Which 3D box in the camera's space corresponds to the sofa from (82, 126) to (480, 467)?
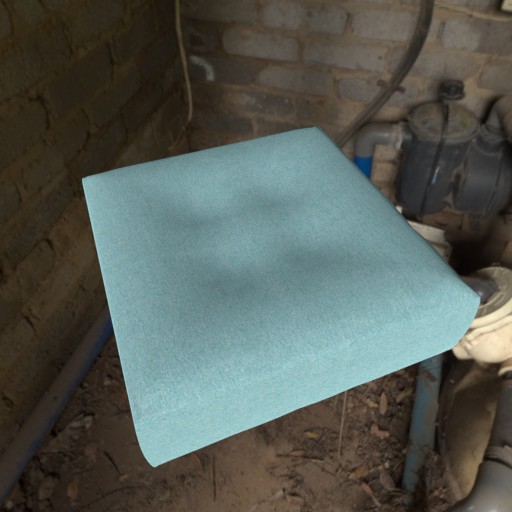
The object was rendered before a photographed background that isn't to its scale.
[{"bbox_3d":[0.000,0.000,1.417,0.930,0.330,0.930,-16,49,-15],"label":"sofa"}]
